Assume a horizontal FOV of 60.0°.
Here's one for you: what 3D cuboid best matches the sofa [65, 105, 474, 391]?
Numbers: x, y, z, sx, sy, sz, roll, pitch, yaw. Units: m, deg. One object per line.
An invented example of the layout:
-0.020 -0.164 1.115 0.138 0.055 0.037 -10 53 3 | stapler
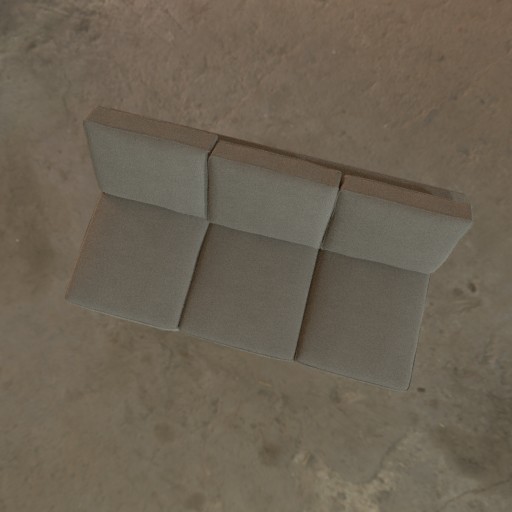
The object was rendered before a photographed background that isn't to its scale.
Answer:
0.000 0.000 2.668 2.092 1.036 1.127 14 77 3 | sofa
